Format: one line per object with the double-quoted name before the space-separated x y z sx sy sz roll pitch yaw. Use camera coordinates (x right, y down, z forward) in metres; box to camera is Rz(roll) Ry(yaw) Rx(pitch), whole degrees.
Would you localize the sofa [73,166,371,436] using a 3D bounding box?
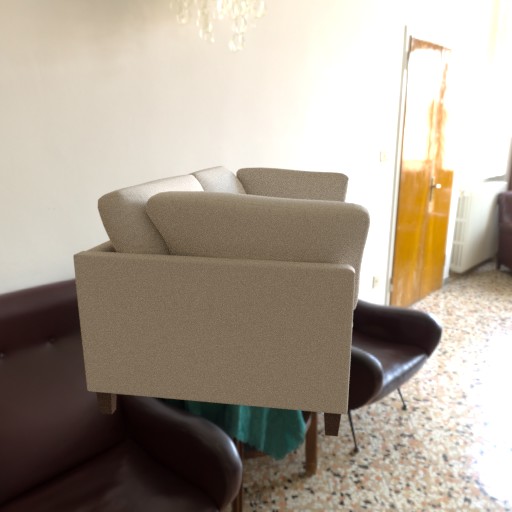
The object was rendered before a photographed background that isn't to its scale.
"sofa" 0.000 0.000 2.276 0.970 0.836 1.776 2 15 9
